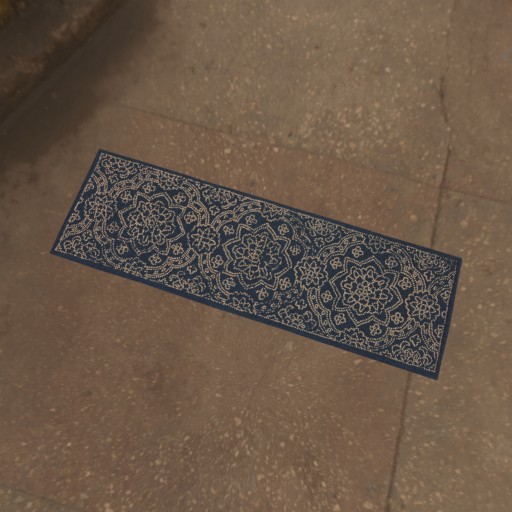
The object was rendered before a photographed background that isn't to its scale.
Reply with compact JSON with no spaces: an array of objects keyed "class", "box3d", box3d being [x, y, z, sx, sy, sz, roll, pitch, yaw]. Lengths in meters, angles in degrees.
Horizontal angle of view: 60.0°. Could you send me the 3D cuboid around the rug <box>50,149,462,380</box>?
[{"class":"rug","box3d":[0.000,0.000,2.743,2.448,0.012,0.769,17,75,5]}]
